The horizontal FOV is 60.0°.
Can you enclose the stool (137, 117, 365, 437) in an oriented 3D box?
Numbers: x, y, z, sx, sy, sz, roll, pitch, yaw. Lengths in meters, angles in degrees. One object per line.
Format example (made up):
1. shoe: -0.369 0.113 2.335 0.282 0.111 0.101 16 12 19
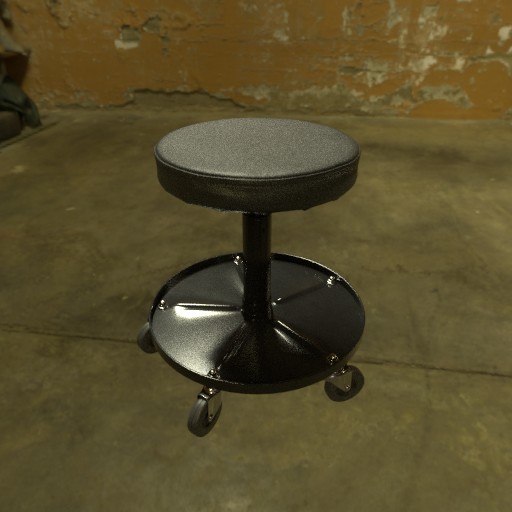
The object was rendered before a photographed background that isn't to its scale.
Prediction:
1. stool: 0.000 0.000 0.689 0.381 0.365 0.382 -21 36 -31
